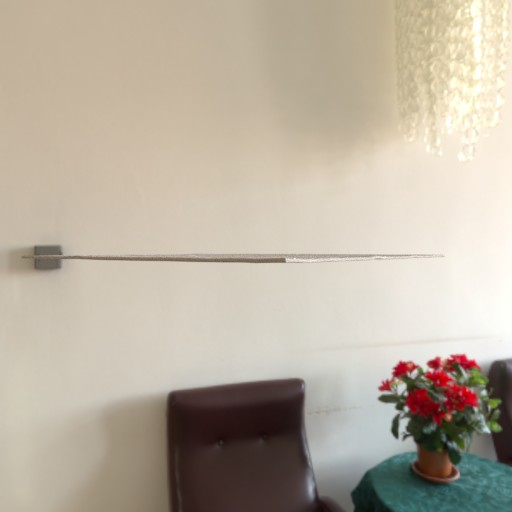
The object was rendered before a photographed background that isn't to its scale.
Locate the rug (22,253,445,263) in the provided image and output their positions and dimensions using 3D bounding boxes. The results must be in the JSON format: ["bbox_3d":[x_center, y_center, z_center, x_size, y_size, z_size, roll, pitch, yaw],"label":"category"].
[{"bbox_3d":[0.000,0.000,0.865,0.548,0.006,0.639,1,1,37],"label":"rug"}]
